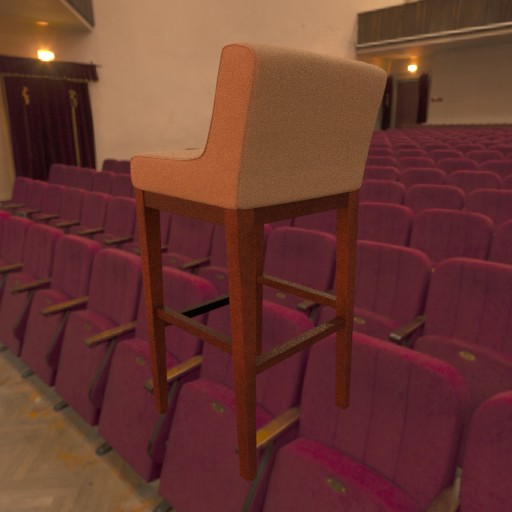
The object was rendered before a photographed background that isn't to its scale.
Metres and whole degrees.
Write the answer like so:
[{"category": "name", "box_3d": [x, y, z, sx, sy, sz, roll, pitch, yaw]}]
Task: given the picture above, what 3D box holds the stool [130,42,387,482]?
[{"category": "stool", "box_3d": [0.000, 0.000, 1.285, 0.500, 1.037, 0.511, 15, 22, 42]}]
